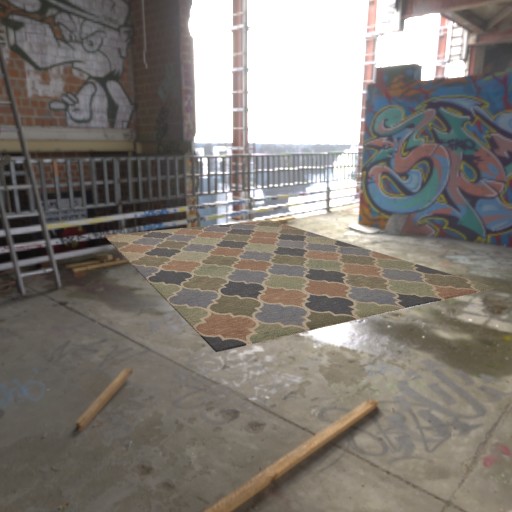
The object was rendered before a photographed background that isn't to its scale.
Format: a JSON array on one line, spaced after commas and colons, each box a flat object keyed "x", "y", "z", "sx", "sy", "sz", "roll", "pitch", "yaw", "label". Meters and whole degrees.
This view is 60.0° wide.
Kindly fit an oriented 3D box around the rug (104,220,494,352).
[{"x": 0.000, "y": 0.000, "z": 2.302, "sx": 1.216, "sy": 0.006, "sz": 1.828, "roll": -7, "pitch": 16, "yaw": -27, "label": "rug"}]
